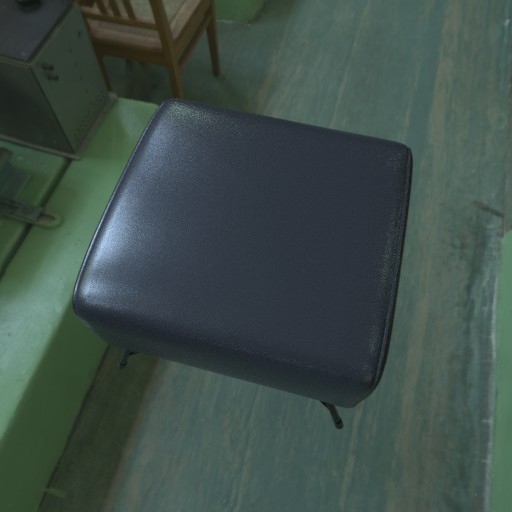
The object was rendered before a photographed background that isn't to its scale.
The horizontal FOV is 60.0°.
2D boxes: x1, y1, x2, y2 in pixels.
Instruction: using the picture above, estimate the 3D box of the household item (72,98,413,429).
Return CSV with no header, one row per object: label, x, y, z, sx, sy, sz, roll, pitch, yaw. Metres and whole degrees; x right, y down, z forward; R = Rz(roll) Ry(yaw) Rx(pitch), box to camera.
household item,0.000,0.000,0.924,0.530,0.410,0.530,13,65,6
